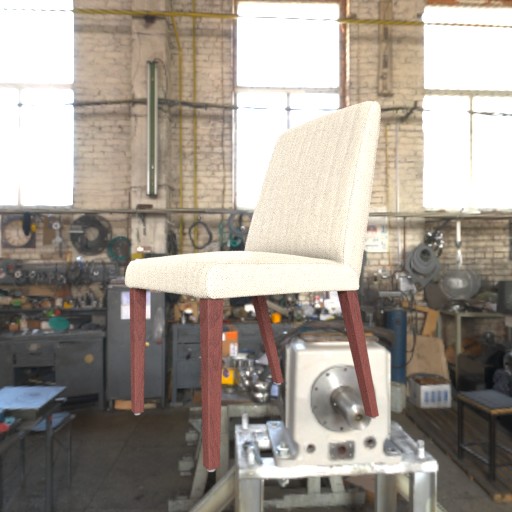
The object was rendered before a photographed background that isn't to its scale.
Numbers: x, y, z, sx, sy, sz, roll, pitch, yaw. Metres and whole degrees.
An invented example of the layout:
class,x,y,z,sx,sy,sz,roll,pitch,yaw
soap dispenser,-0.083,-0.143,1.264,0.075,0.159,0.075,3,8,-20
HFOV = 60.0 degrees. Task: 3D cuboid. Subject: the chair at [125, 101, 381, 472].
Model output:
class,x,y,z,sx,sy,sz,roll,pitch,yaw
chair,0.000,0.000,1.254,0.594,0.900,0.480,0,0,-36
